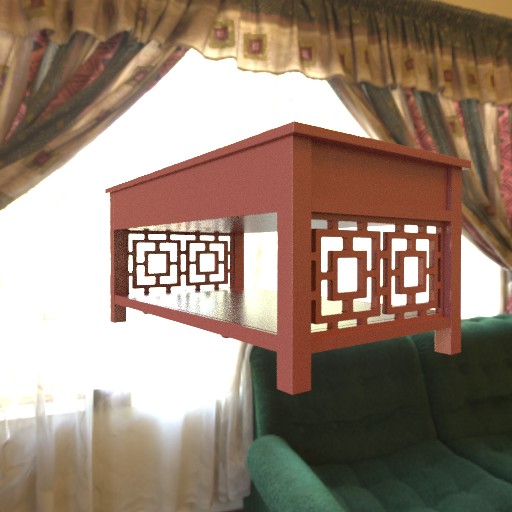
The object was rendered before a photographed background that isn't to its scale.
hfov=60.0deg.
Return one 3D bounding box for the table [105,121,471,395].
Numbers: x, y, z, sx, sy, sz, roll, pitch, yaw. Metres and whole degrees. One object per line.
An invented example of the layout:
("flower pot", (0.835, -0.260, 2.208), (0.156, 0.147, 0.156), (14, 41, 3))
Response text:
("table", (0.000, 0.000, 1.396), (0.612, 0.493, 1.068), (-1, 1, -36))
